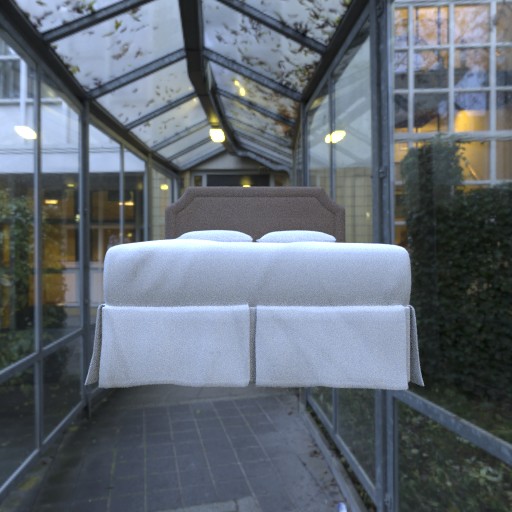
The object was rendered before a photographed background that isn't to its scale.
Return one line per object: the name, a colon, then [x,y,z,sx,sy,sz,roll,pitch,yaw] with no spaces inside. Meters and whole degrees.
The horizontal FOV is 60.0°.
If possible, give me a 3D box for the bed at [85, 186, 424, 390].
bed: [0.000,0.000,3.138,1.693,1.290,2.116,0,0,0]
